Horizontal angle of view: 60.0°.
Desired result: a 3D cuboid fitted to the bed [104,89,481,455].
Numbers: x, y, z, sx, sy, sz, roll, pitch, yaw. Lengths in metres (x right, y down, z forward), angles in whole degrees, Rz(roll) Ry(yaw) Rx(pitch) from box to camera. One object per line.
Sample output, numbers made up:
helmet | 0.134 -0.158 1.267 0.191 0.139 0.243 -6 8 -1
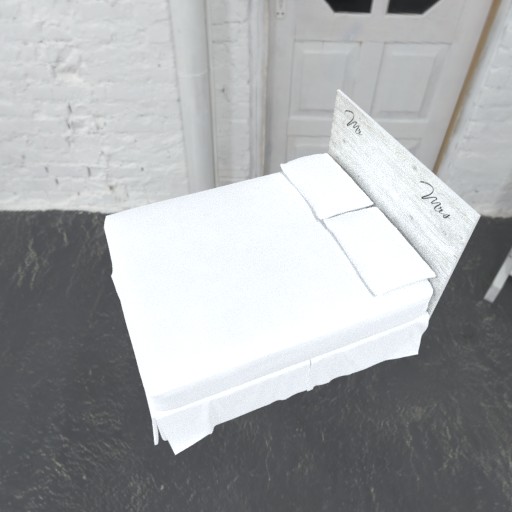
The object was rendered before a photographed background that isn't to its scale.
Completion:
bed | 0.000 0.000 3.178 2.094 1.335 1.745 -16 49 -15
